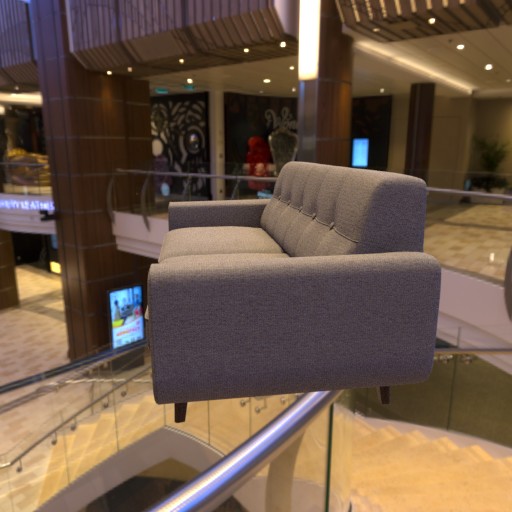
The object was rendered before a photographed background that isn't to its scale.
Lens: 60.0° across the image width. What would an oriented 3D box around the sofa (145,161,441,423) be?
[{"bbox_3d":[0.000,0.000,2.085,0.909,0.841,1.631,-2,14,-8],"label":"sofa"}]
